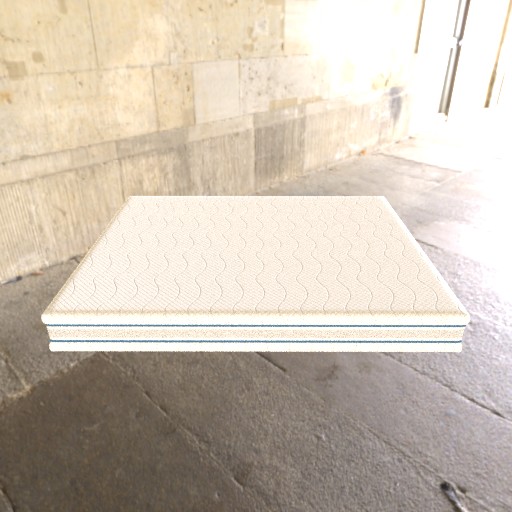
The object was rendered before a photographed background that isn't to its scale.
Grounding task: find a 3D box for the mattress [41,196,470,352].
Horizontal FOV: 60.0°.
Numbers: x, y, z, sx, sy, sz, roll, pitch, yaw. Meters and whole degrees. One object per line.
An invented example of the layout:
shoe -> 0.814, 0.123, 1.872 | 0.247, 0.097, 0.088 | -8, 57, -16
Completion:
mattress -> 0.000, 0.000, 2.809 | 2.000, 0.230, 1.600 | 0, 28, 0
